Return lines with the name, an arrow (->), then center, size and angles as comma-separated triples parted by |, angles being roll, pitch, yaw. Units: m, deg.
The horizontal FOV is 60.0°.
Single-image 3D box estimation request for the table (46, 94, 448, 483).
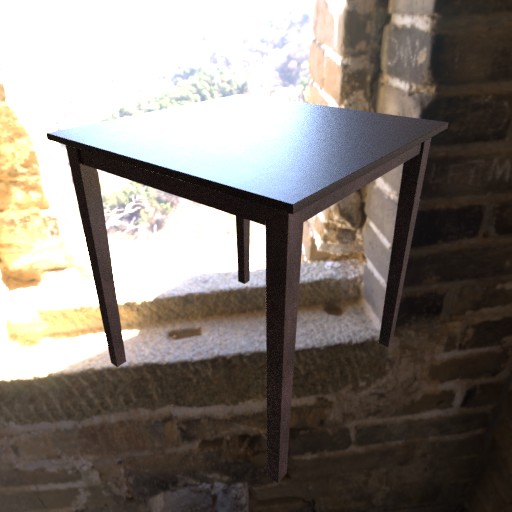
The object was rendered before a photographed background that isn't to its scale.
table -> 0.000, 0.000, 1.347 | 0.749, 0.770, 0.749 | 21, 35, 33
